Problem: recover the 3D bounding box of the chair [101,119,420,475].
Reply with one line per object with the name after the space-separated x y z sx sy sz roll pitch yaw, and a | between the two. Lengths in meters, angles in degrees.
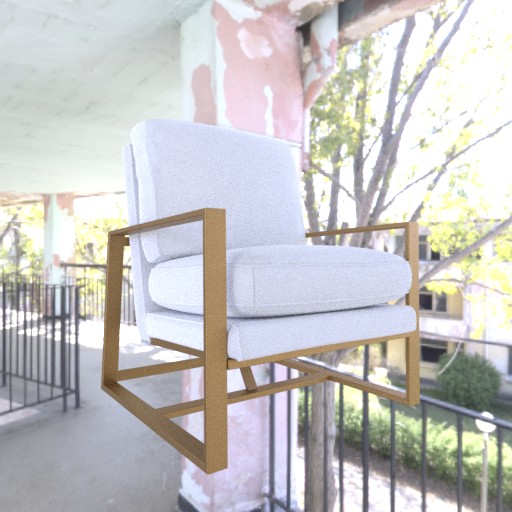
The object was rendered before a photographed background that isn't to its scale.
0.000 0.000 1.514 0.805 0.966 0.813 0 1 -36 | chair
